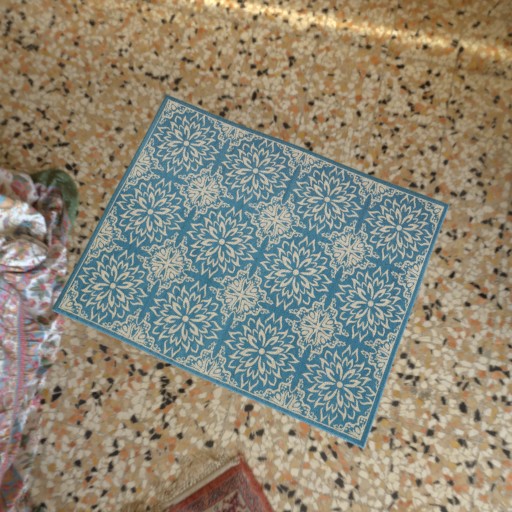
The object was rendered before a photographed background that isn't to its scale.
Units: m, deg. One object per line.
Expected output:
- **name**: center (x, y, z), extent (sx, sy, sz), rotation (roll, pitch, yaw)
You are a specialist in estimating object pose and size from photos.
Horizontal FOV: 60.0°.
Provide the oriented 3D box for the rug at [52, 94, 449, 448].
- **rug**: center (0.000, 0.000, 4.062), extent (2.964, 0.018, 2.350), rotation (23, 78, 5)
